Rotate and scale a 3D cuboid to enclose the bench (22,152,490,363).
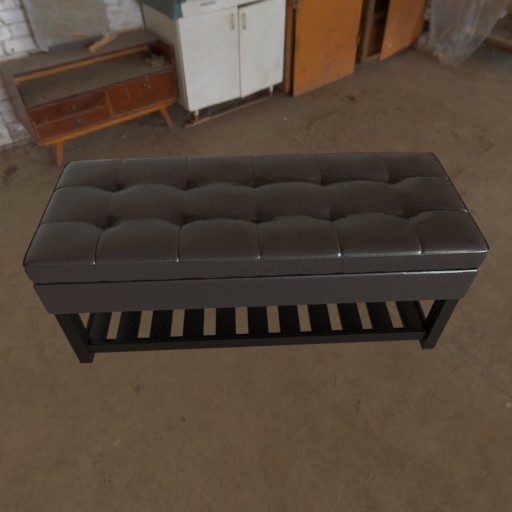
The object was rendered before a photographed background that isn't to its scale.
[{"bbox_3d":[0.000,0.000,1.323,1.105,0.460,0.432,-2,46,-2],"label":"bench"}]
